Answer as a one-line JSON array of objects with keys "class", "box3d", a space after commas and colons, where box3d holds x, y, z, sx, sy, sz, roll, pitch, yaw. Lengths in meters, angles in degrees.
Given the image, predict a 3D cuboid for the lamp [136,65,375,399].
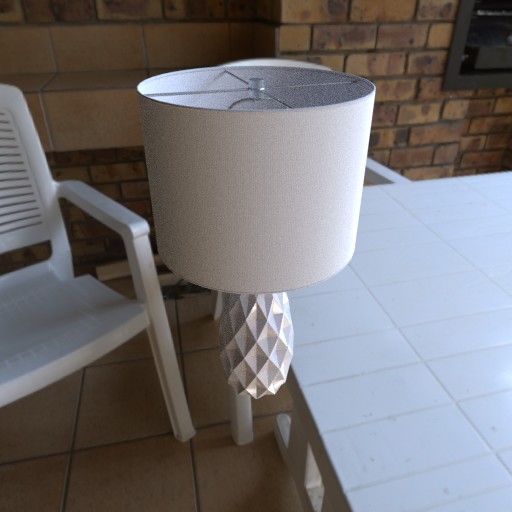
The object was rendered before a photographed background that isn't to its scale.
[{"class": "lamp", "box3d": [0.000, 0.000, 0.696, 0.297, 0.522, 0.297, 0, 31, 0]}]
